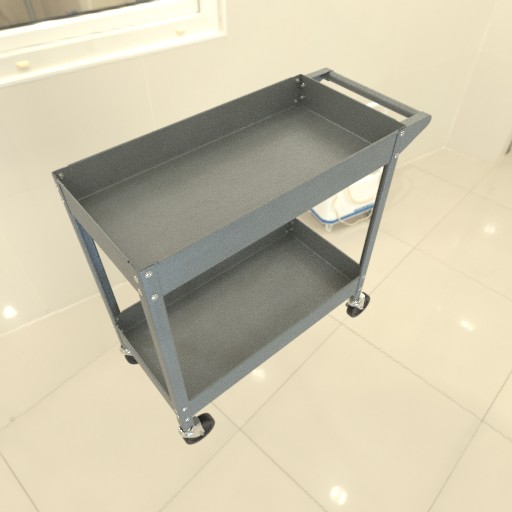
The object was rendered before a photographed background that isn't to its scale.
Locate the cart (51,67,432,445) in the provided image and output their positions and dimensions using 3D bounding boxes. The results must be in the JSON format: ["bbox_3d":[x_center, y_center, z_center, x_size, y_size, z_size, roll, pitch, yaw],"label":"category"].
[{"bbox_3d":[0.000,0.000,1.192,0.779,0.719,0.366,-31,54,-26],"label":"cart"}]
